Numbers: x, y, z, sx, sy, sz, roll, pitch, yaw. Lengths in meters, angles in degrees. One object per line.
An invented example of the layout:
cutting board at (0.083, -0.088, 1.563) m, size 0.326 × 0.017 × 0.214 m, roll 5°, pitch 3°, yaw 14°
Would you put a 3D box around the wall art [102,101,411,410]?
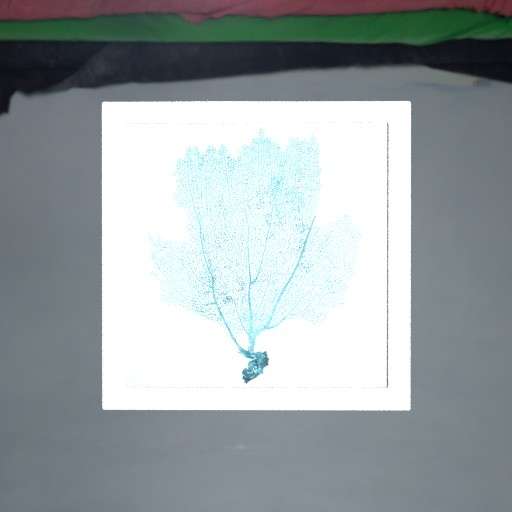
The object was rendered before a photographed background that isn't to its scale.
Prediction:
wall art at (0.000, 0.000, 0.846) m, size 0.584 × 0.584 × 0.013 m, roll 0°, pitch 0°, yaw 0°
